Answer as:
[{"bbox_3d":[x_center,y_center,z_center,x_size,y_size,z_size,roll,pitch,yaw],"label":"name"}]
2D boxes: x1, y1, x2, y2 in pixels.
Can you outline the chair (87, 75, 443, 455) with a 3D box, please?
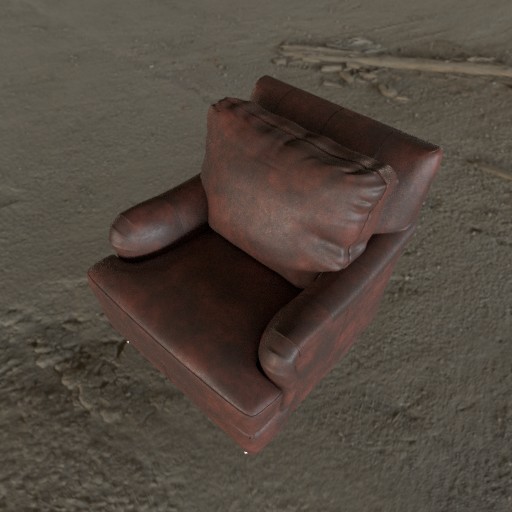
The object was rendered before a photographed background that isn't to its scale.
[{"bbox_3d":[0.000,0.000,1.914,0.987,1.051,1.156,34,56,27],"label":"chair"}]
